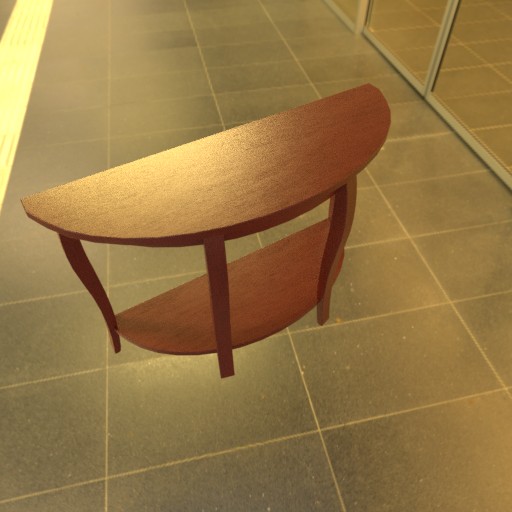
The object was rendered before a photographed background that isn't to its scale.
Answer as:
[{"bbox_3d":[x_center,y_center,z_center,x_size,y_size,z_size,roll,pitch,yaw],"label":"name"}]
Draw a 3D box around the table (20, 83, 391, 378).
[{"bbox_3d":[0.000,0.000,1.561,1.219,0.779,0.405,-25,52,-21],"label":"table"}]
